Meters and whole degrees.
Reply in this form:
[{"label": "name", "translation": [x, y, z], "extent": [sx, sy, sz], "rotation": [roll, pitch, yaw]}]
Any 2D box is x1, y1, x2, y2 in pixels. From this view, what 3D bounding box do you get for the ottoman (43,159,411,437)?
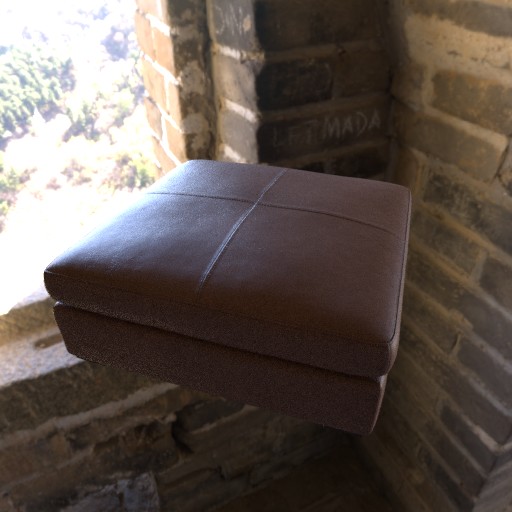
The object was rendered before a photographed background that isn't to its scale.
[{"label": "ottoman", "translation": [0.000, 0.000, 1.840], "extent": [1.168, 0.490, 1.168], "rotation": [10, 34, 16]}]
